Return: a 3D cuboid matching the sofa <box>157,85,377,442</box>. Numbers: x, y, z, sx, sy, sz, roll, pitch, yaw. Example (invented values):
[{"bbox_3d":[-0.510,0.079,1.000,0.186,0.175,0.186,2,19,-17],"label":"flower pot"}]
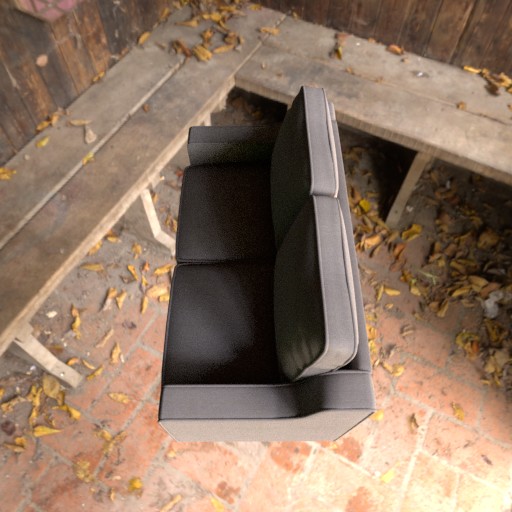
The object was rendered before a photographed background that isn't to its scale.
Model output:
[{"bbox_3d":[0.000,0.000,2.044,0.791,0.948,1.500,0,58,0],"label":"sofa"}]
